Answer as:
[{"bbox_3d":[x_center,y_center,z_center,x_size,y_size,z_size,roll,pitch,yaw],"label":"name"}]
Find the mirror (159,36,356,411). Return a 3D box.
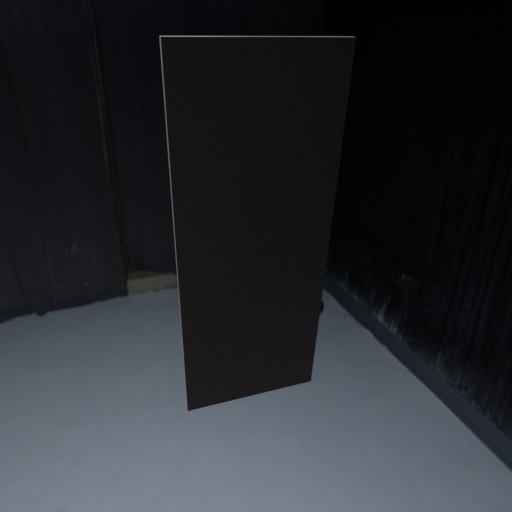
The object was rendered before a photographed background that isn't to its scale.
[{"bbox_3d":[0.000,0.000,2.274,0.812,2.020,0.221,-8,27,-17],"label":"mirror"}]
